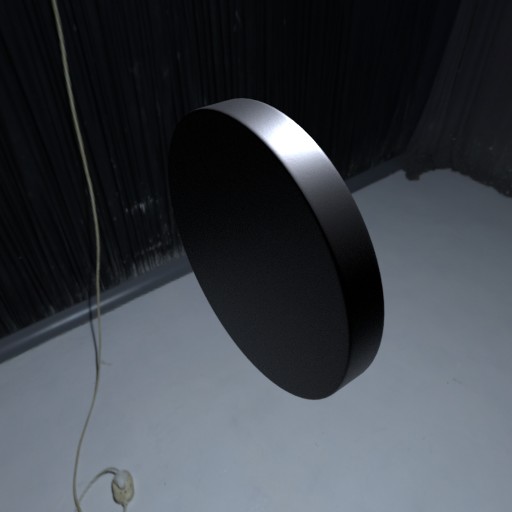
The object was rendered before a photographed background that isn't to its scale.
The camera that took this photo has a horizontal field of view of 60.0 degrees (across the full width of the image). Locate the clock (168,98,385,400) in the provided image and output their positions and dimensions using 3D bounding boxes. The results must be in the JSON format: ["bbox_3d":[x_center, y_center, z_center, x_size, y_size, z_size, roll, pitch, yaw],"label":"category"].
[{"bbox_3d":[0.000,0.000,0.468,0.040,0.314,0.314,-26,48,-26],"label":"clock"}]
